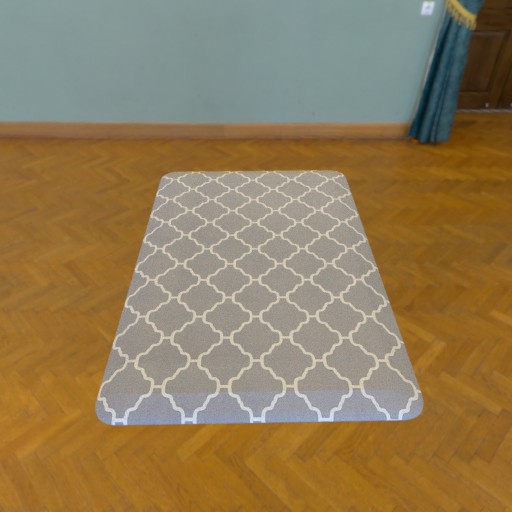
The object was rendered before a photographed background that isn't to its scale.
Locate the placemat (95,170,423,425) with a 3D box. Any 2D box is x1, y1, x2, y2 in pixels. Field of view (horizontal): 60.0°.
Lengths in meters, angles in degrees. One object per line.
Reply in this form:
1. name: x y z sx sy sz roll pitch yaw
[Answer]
1. placemat: 0.000 0.000 0.949 0.508 0.021 0.762 -1 40 -1
